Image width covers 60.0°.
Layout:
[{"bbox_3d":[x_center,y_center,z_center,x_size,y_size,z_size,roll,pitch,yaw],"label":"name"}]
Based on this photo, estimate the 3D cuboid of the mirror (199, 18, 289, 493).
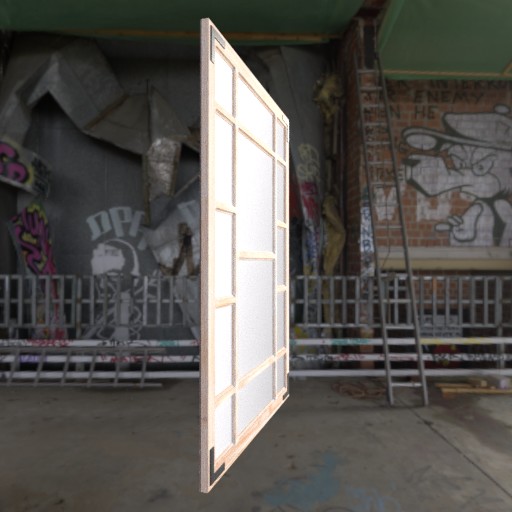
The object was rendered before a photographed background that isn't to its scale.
[{"bbox_3d":[0.000,0.000,1.265,0.025,0.996,0.705,0,-1,18],"label":"mirror"}]
